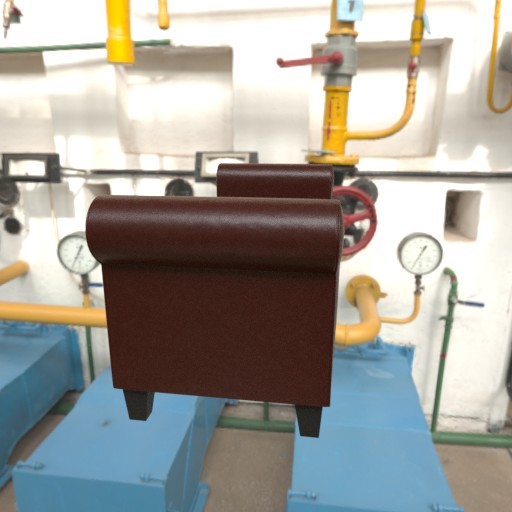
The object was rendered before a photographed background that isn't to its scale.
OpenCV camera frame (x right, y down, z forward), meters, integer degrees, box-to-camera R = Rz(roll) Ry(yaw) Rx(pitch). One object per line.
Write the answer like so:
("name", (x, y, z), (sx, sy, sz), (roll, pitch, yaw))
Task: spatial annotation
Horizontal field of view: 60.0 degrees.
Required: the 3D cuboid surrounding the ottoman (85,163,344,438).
("ottoman", (0.000, 0.000, 1.501), (0.521, 0.547, 1.256), (2, 15, 8))
